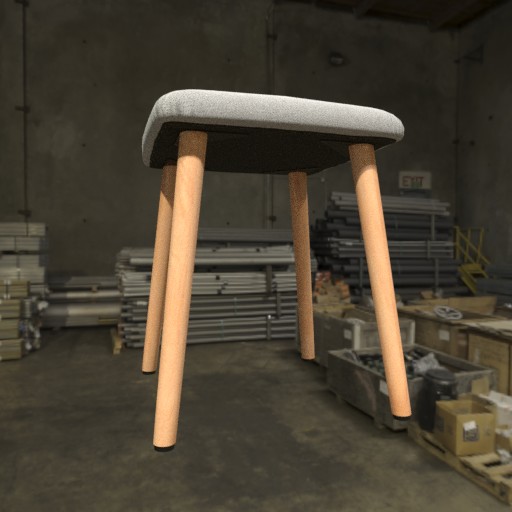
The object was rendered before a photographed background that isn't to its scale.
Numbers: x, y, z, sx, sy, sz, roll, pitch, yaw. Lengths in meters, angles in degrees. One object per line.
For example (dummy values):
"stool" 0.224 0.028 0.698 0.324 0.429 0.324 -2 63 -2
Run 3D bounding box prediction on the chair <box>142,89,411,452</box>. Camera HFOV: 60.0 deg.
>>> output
"chair" 0.000 0.000 0.709 0.350 0.440 0.350 0 1 -17
